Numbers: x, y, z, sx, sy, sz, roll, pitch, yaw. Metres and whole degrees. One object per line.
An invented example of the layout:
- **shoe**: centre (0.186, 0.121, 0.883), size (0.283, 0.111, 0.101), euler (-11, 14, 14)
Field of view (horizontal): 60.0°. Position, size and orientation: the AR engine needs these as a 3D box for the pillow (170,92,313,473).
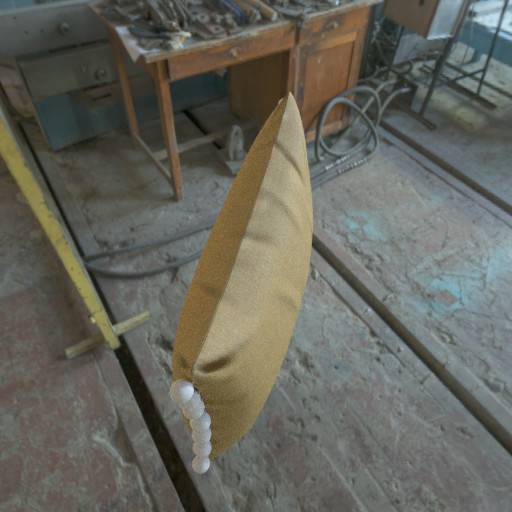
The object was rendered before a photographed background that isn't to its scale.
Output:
- **pillow**: centre (0.000, 0.000, 0.834), size (0.201, 0.322, 0.709), euler (10, 49, 9)
